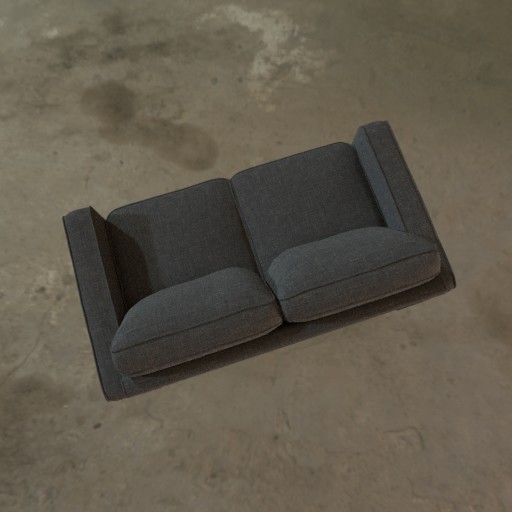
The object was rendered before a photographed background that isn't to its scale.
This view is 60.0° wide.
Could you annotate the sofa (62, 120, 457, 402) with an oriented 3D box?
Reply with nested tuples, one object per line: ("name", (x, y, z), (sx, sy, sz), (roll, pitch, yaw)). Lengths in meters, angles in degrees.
("sofa", (0.000, 0.000, 2.242), (1.709, 0.918, 0.947), (-17, 77, -4))
